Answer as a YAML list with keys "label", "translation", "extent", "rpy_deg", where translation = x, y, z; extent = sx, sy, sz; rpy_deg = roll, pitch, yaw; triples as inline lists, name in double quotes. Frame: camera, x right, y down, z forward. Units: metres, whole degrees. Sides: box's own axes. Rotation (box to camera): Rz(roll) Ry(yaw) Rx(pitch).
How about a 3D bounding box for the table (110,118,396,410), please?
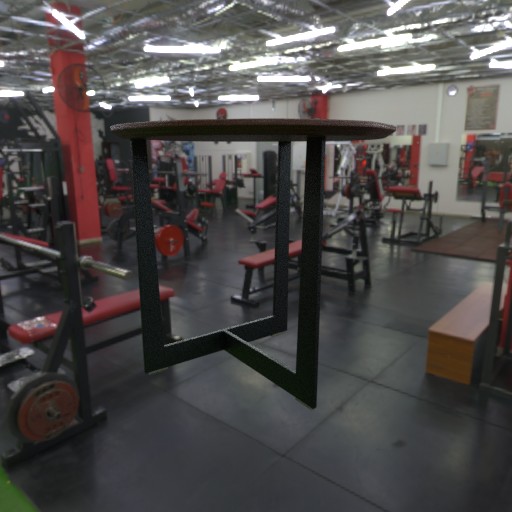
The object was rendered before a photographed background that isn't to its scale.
- label: "table"
  translation: [0.000, 0.000, 0.858]
  extent: [0.494, 0.476, 0.477]
  rpy_deg: [12, 18, 42]
